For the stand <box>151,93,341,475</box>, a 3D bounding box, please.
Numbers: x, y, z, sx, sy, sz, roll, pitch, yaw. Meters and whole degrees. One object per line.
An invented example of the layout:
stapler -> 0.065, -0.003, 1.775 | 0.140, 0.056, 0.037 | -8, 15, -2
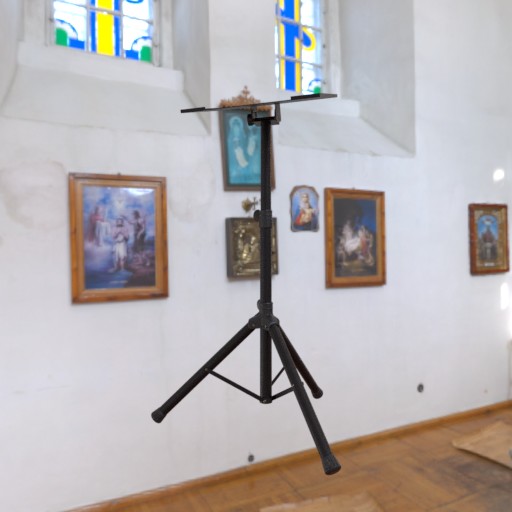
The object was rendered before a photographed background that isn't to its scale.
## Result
stand -> 0.000, 0.000, 1.619 | 0.702, 1.198, 0.702 | 0, 0, 19
